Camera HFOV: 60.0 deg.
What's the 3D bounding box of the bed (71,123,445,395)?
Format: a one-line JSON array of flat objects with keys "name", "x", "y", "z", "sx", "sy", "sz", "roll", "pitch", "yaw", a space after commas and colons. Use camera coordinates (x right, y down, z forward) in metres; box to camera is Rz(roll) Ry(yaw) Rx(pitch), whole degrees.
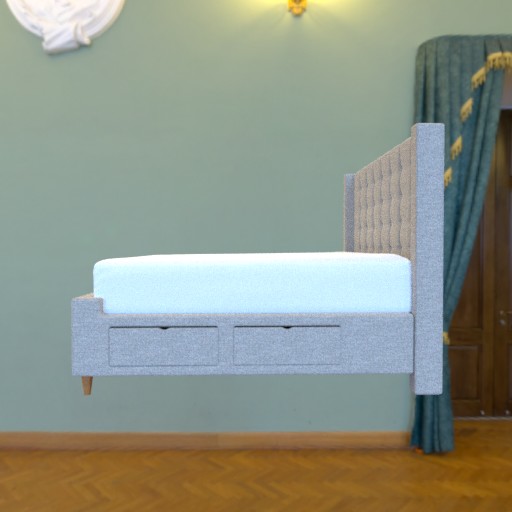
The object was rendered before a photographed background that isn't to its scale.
[{"name": "bed", "x": 0.000, "y": 0.000, "z": 3.810, "sx": 2.372, "sy": 1.748, "sz": 2.044, "roll": 0, "pitch": 1, "yaw": -2}]
